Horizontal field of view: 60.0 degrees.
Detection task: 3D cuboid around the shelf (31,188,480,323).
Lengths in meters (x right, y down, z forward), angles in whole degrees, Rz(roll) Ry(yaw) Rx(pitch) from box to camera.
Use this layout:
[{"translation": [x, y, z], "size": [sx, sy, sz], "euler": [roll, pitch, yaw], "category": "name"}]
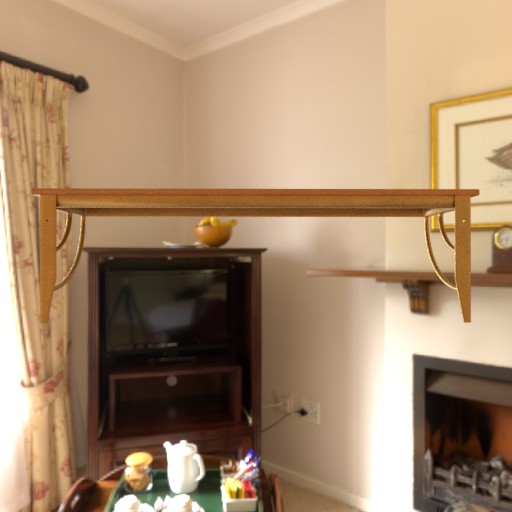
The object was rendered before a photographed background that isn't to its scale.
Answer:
[{"translation": [0.000, 0.000, 0.711], "size": [0.636, 0.190, 0.166], "euler": [0, 0, -1], "category": "shelf"}]
